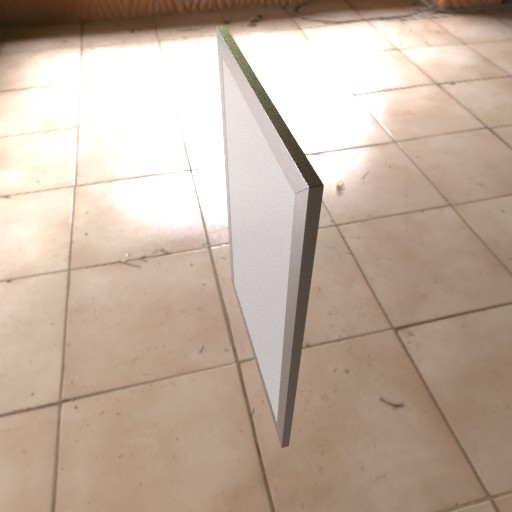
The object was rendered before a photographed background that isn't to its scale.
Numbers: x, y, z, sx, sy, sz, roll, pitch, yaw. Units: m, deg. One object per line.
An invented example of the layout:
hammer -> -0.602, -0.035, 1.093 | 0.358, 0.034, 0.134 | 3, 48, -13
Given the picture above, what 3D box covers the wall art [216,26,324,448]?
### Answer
wall art -> 0.000, 0.000, 0.669 | 0.013, 0.529, 0.376 | -11, 47, -10
